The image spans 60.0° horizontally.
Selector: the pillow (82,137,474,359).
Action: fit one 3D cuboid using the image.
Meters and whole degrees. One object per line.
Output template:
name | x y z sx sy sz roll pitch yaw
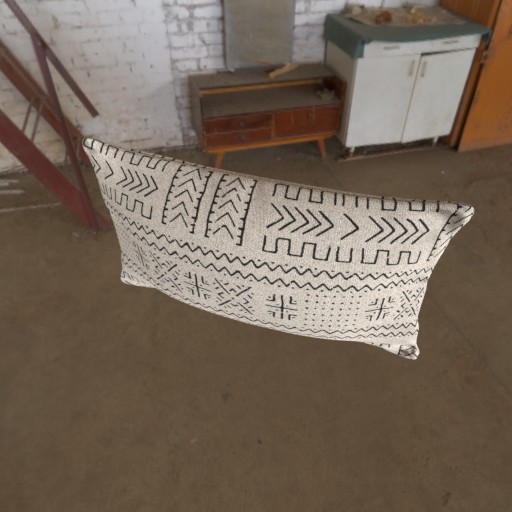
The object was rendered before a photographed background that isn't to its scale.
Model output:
pillow | 0.000 0.000 0.788 0.637 0.352 0.188 13 43 14
